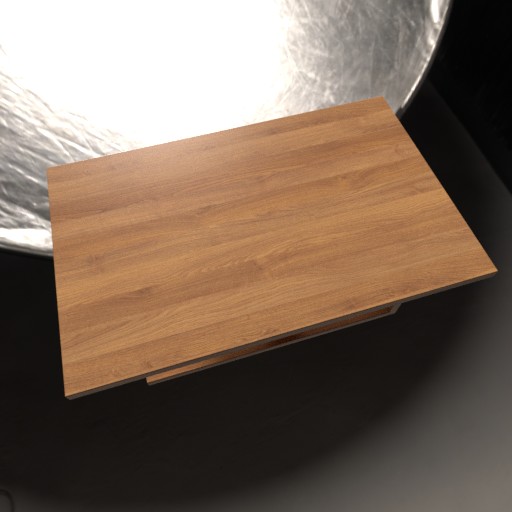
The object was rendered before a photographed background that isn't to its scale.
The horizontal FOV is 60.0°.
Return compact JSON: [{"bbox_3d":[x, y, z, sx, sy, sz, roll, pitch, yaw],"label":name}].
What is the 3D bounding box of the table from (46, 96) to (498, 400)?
[{"bbox_3d":[0.000,0.000,1.427,1.100,0.442,0.700,-15,61,-8],"label":"table"}]
